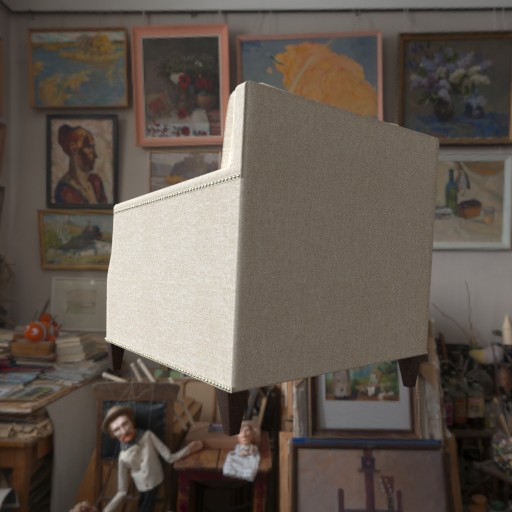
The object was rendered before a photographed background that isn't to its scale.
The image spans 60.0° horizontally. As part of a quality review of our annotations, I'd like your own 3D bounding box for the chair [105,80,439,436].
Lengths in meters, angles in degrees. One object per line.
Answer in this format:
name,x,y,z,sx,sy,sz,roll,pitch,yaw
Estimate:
chair,0.000,0.000,1.710,0.838,0.940,1.041,1,-2,-36
